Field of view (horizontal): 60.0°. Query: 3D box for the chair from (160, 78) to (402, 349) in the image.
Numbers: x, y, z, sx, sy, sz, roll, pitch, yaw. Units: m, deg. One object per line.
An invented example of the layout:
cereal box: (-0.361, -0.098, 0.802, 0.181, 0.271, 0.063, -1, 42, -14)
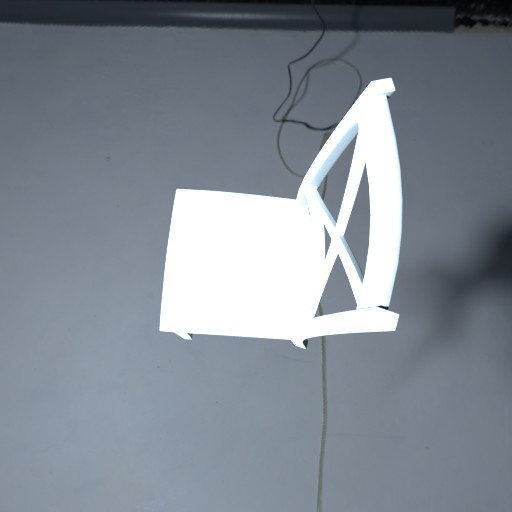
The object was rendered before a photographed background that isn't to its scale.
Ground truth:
chair: (0.000, 0.000, 1.273, 0.542, 0.983, 0.485, 4, 75, 1)
